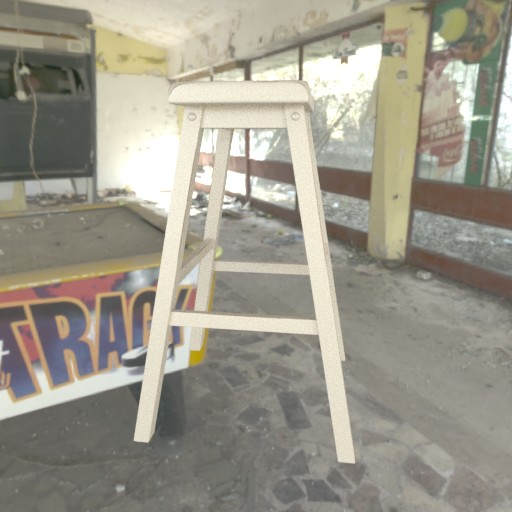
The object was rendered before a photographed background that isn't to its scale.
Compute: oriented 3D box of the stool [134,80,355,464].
[{"bbox_3d":[0.000,0.000,1.056,0.476,0.737,0.457,2,16,8],"label":"stool"}]
